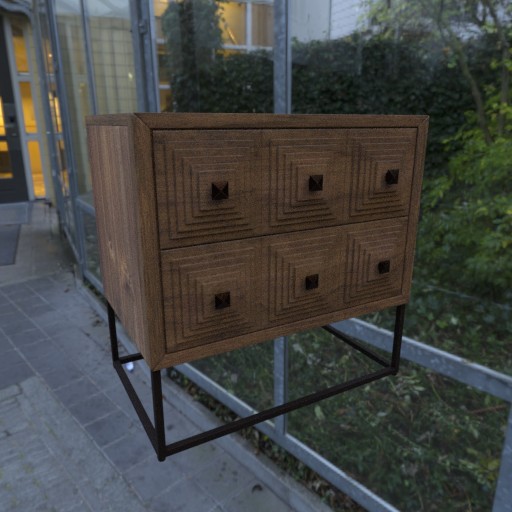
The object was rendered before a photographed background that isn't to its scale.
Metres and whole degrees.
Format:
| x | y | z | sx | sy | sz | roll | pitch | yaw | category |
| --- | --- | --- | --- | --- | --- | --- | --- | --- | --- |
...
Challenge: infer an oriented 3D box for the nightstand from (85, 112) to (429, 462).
| x | y | z | sx | sy | sz | roll | pitch | yaw | category |
| --- | --- | --- | --- | --- | --- | --- | --- | --- | --- |
| 0.000 | 0.000 | 1.009 | 0.610 | 0.610 | 0.437 | -9 | 19 | -28 | nightstand |
